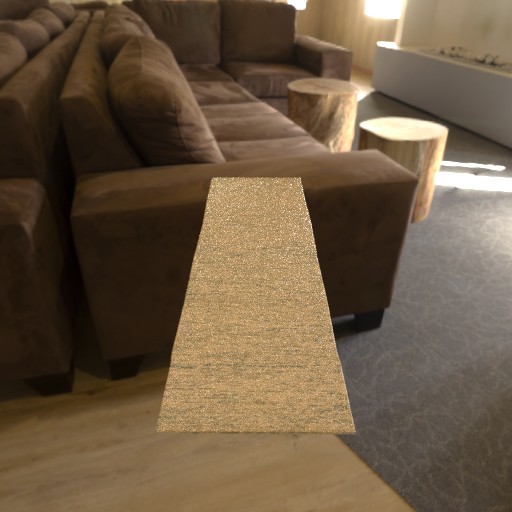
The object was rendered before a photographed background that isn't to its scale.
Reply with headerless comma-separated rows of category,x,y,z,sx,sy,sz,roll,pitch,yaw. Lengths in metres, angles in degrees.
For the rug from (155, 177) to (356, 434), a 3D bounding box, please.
rug,0.000,0.000,2.489,0.700,0.014,2.290,0,32,0
